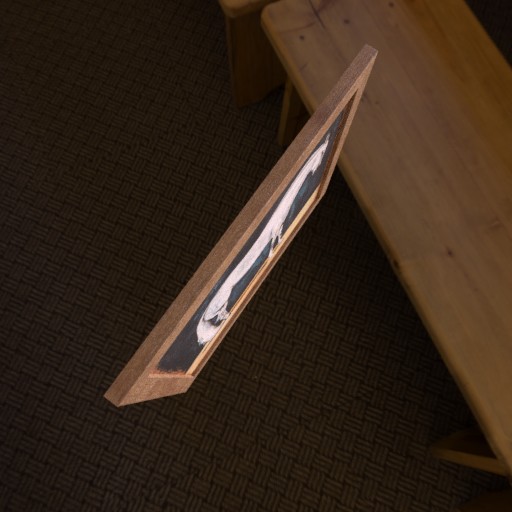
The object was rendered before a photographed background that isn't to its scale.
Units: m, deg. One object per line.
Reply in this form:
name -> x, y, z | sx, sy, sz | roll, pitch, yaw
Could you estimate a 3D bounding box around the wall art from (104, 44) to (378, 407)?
wall art -> 0.000, 0.000, 0.956 | 0.026, 0.588, 0.690 | 34, 77, 9
